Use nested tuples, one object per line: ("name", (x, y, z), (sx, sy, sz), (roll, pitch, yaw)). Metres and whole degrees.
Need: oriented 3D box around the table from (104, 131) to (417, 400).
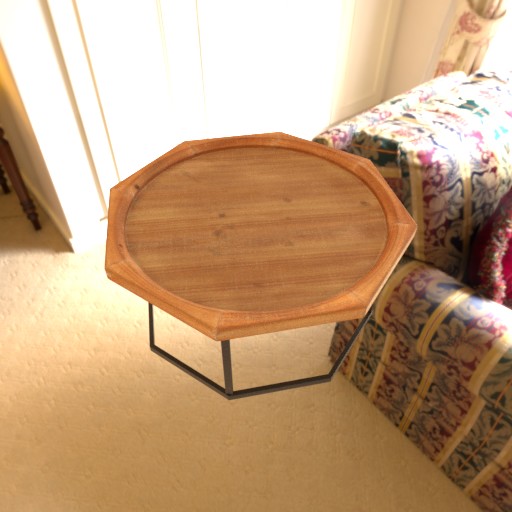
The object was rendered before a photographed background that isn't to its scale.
("table", (0.000, 0.000, 1.569), (1.002, 0.444, 1.002), (0, 44, 0))
